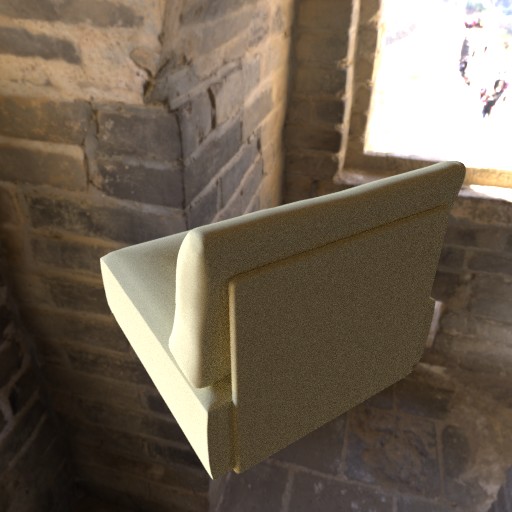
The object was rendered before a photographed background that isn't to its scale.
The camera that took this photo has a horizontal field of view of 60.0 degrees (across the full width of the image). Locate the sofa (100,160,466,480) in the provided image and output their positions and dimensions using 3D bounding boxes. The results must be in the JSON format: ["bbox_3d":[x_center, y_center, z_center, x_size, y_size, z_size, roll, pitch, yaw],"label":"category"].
[{"bbox_3d":[0.000,0.000,1.650,0.930,0.820,1.000,-18,35,-28],"label":"sofa"}]
